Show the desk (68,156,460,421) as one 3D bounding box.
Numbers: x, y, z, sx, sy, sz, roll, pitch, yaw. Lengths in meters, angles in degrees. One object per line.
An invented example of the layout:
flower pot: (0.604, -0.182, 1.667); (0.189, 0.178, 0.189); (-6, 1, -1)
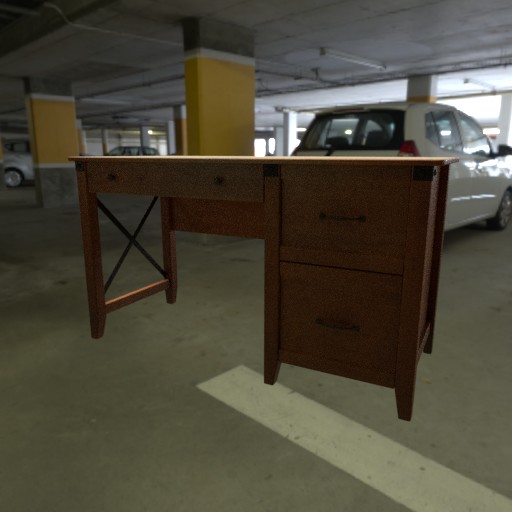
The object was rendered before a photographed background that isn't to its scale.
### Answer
desk: (0.000, 0.000, 1.735); (1.353, 0.756, 0.574); (7, 15, 27)
